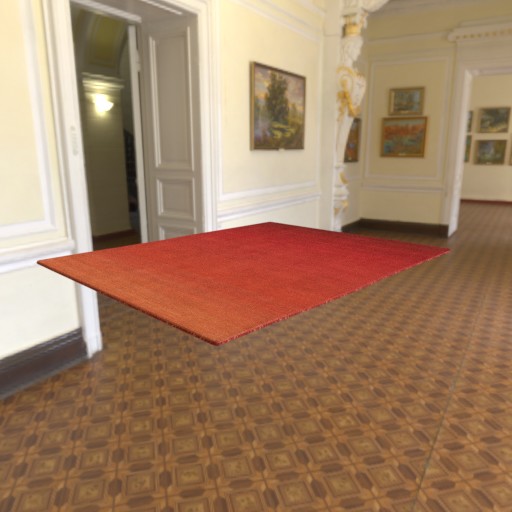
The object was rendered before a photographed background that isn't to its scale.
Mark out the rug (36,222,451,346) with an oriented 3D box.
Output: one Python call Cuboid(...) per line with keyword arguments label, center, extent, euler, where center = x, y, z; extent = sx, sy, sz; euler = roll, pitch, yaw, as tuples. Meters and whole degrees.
Cuboid(label="rug", center=(0.000, 0.000, 3.929), extent=(2.340, 0.028, 2.905), euler=(13, 19, 43))
